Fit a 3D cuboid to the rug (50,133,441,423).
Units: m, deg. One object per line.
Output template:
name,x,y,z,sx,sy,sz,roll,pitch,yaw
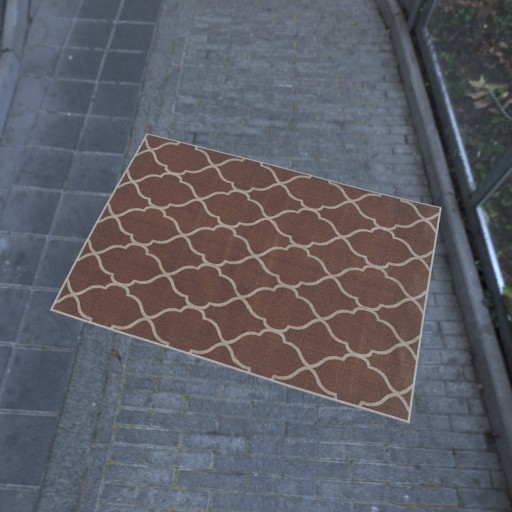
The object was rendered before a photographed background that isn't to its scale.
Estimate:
rug,0.000,0.000,2.987,2.294,0.014,1.528,16,65,8
